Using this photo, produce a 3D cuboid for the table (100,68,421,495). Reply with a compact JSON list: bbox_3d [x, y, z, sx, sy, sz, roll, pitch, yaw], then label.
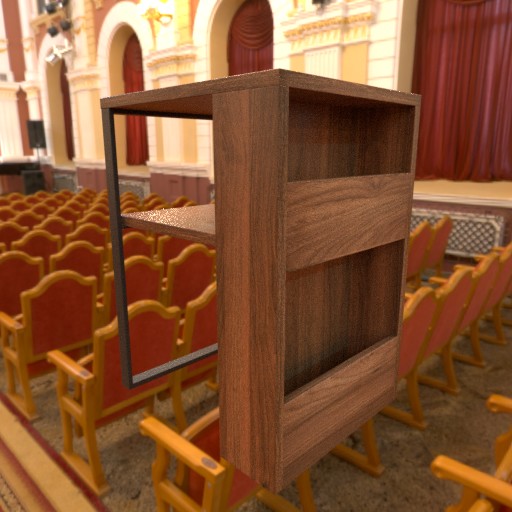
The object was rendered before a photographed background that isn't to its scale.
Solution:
[{"bbox_3d":[0.000,0.000,1.531,0.786,1.041,0.660,13,19,43],"label":"table"}]
